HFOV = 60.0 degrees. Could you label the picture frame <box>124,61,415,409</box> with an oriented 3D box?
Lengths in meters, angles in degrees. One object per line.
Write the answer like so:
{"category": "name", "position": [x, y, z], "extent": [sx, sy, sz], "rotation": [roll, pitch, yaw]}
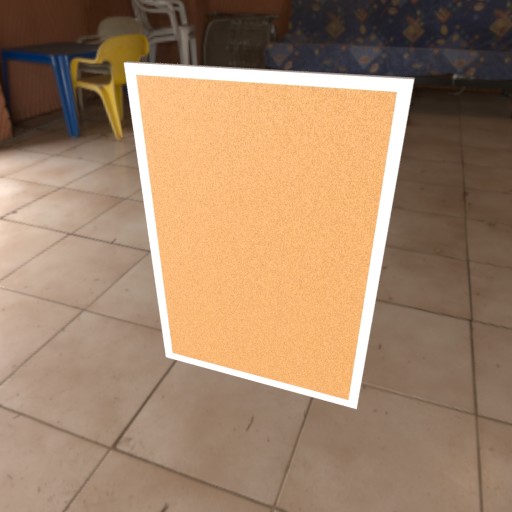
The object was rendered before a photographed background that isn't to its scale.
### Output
{"category": "picture frame", "position": [0.000, 0.000, 0.838], "extent": [0.457, 0.657, 0.013], "rotation": [11, 33, 17]}
